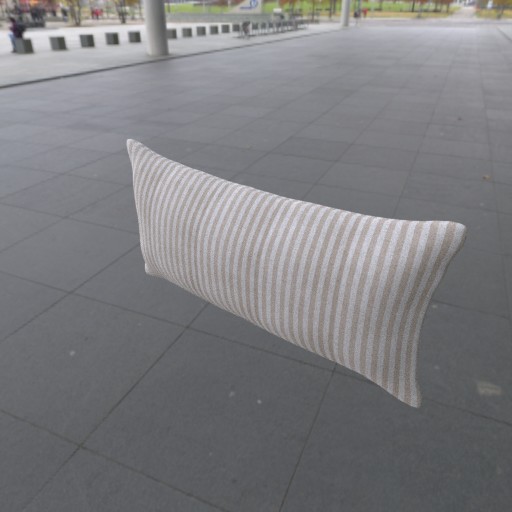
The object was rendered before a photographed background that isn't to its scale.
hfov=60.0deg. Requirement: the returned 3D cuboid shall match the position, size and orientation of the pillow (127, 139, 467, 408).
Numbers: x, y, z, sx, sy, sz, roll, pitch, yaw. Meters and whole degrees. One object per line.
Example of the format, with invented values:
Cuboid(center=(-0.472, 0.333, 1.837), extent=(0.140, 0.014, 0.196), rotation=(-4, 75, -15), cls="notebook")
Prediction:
Cuboid(center=(0.000, 0.000, 0.742), extent=(0.617, 0.295, 0.151), rotation=(21, 36, 33), cls="pillow")
